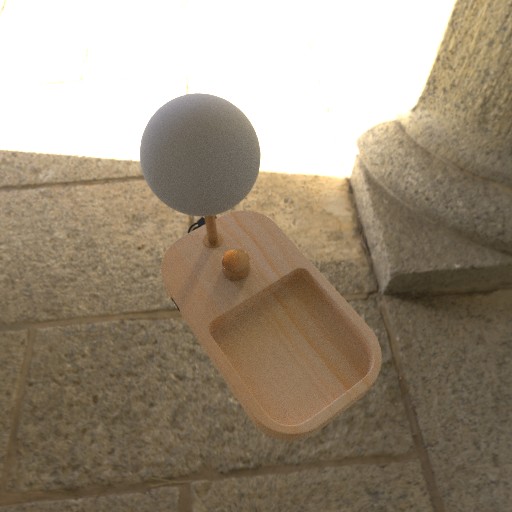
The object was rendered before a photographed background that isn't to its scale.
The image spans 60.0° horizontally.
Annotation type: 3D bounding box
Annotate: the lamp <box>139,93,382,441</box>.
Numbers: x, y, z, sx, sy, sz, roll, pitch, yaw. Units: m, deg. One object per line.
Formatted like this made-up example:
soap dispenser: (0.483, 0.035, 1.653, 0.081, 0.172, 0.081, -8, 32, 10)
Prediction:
lamp: (0.000, 0.000, 0.474, 0.173, 0.253, 0.331, -30, 62, -18)
